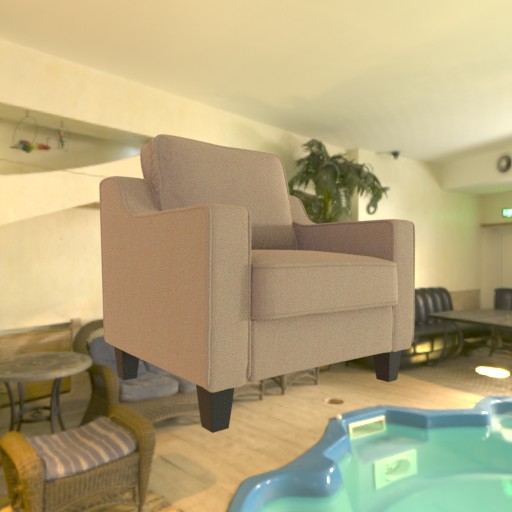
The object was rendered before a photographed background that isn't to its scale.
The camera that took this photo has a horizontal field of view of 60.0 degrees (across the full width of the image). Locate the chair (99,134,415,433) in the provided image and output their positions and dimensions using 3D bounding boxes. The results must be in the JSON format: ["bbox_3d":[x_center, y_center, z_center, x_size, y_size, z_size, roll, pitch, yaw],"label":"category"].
[{"bbox_3d":[0.000,0.000,1.715,0.922,0.948,0.882,0,0,-38],"label":"chair"}]
